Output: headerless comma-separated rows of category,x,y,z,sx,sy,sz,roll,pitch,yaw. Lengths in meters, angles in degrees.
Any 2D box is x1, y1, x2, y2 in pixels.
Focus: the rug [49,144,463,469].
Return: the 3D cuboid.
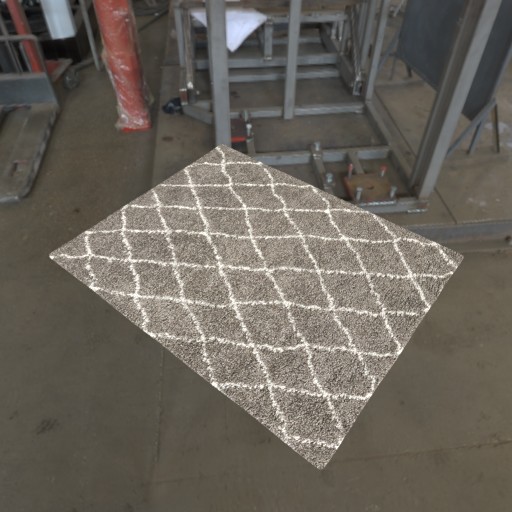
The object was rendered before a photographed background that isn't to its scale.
rug,0.000,0.000,4.148,3.047,0.029,2.438,30,53,26
